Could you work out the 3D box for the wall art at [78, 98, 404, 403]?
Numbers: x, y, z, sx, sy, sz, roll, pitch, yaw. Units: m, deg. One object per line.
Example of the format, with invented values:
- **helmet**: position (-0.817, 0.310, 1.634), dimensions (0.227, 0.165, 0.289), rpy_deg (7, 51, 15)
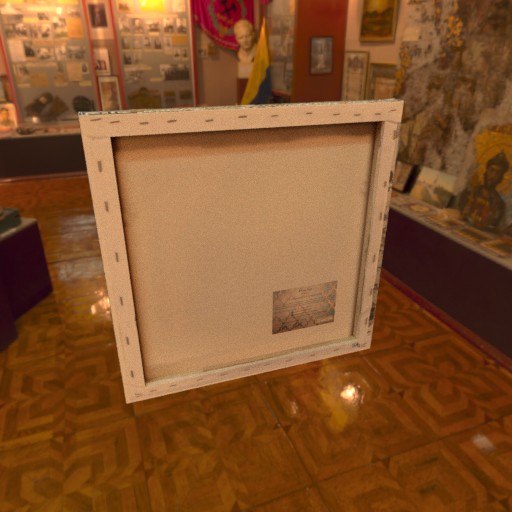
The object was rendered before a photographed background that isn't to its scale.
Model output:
- **wall art**: position (0.000, 0.000, 0.937), dimensions (0.609, 0.607, 0.036), rpy_deg (-8, 27, -17)
